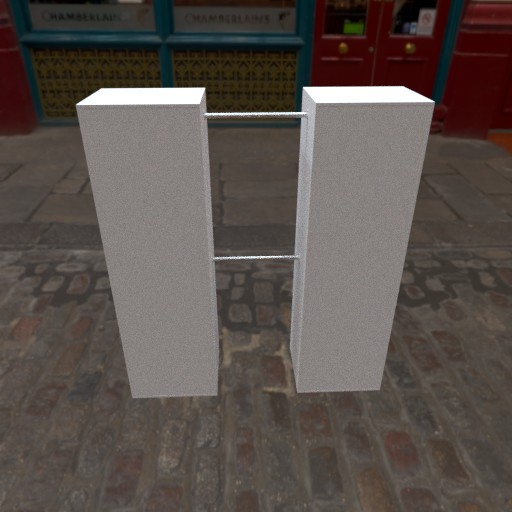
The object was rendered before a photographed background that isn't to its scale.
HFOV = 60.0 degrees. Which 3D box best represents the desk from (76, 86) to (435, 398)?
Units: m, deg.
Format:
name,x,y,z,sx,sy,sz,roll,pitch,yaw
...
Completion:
name,x,y,z,sx,sy,sz,roll,pitch,yaw
desk,0.000,0.000,2.885,1.770,2.000,0.480,-1,30,-2
